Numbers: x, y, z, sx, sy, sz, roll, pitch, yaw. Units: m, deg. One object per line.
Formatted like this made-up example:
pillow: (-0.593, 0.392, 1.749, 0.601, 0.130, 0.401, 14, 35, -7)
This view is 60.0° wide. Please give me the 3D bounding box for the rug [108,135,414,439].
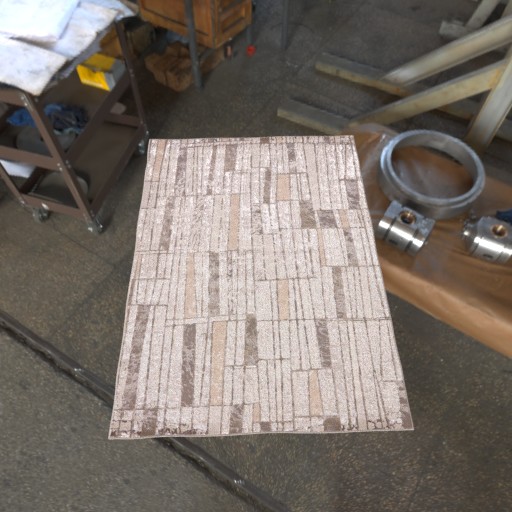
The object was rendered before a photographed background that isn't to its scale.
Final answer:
rug: (0.000, 0.000, 4.414, 2.449, 0.019, 3.357, -1, 58, -1)
